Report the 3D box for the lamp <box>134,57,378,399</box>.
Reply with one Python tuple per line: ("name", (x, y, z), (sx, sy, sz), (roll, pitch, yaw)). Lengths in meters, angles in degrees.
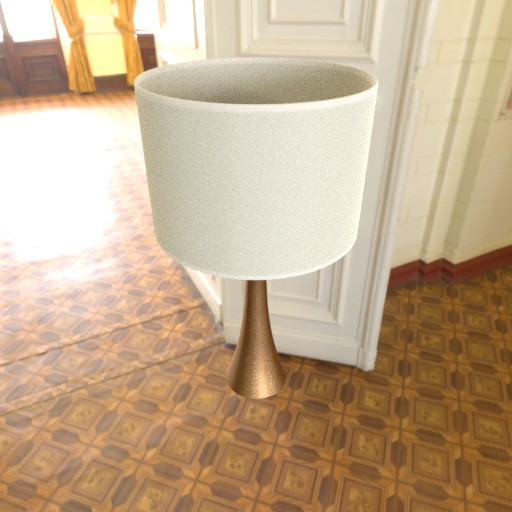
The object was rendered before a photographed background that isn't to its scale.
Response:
("lamp", (0.000, 0.000, 0.625), (0.268, 0.479, 0.268), (10, 34, 15))
